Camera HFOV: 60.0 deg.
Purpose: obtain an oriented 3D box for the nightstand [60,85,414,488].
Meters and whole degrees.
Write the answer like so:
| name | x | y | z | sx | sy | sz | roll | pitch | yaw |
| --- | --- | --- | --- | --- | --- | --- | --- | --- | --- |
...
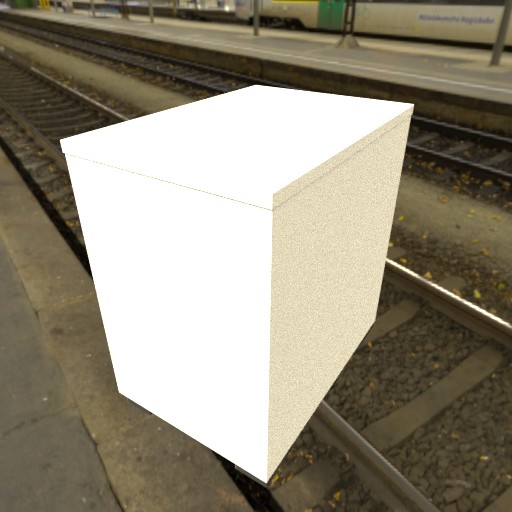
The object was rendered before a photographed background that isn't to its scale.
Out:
| name | x | y | z | sx | sy | sz | roll | pitch | yaw |
| --- | --- | --- | --- | --- | --- | --- | --- | --- | --- |
| nightstand | 0.000 | 0.000 | 0.758 | 0.325 | 0.460 | 0.441 | 19 | 36 | 28 |
